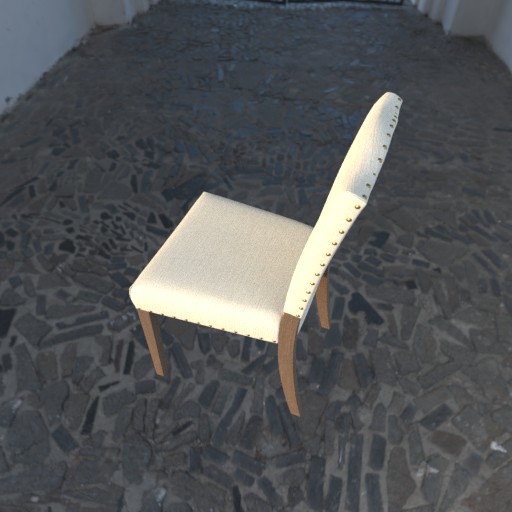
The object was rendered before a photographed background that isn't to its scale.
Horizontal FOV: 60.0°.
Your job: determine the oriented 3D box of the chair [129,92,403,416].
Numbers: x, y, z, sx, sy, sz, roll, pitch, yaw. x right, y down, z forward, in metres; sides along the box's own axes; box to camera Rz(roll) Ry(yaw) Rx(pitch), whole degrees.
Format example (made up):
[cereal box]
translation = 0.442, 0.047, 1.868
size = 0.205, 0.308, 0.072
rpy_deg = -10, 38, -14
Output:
[chair]
translation = 0.000, 0.000, 1.364
size = 0.619, 1.015, 0.508
rpy_deg = 16, 48, 15
